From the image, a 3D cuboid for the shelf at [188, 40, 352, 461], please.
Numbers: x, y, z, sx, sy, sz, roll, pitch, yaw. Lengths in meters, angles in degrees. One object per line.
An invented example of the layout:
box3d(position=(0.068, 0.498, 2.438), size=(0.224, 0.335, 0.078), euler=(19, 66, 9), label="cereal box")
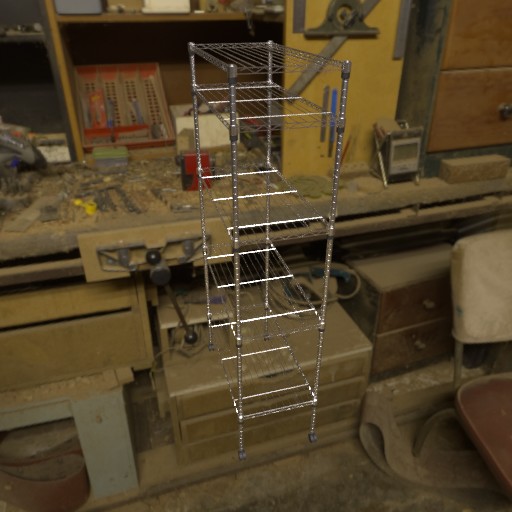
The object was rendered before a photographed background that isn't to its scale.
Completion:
box3d(position=(0.000, 0.000, 1.878), size=(0.356, 1.587, 0.762), euler=(-8, 31, -14), label="shelf")
